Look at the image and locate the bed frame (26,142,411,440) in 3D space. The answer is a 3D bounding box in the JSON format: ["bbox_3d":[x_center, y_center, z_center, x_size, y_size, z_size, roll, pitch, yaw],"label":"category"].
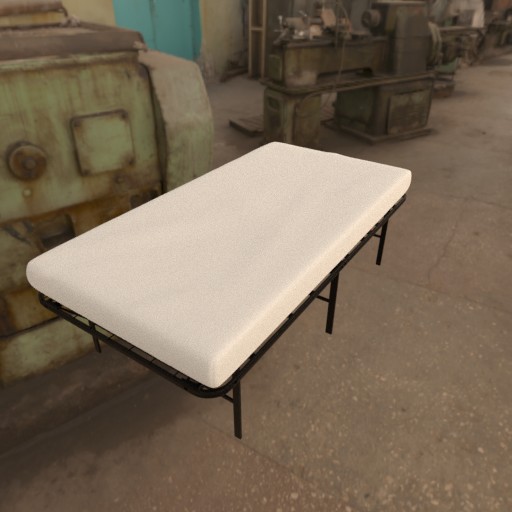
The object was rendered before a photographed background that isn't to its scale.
[{"bbox_3d":[0.000,0.000,2.335,0.989,0.619,1.903,20,37,28],"label":"bed frame"}]
